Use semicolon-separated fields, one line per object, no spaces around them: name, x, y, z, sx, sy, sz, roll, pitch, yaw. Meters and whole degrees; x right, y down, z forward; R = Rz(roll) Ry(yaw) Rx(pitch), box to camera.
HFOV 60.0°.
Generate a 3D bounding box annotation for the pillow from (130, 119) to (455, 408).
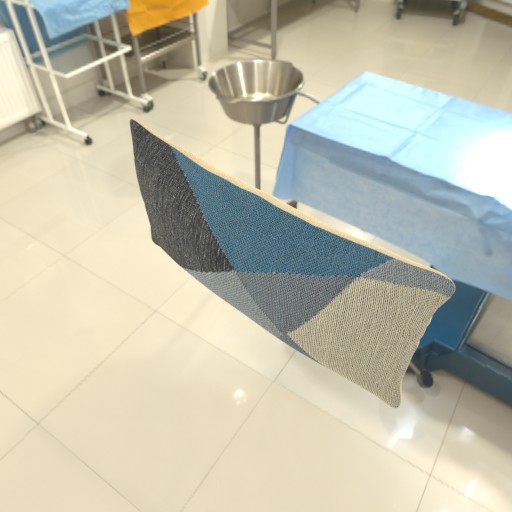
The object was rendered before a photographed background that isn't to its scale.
pillow;0.000;0.000;0.746;0.604;0.307;0.148;32;53;27
